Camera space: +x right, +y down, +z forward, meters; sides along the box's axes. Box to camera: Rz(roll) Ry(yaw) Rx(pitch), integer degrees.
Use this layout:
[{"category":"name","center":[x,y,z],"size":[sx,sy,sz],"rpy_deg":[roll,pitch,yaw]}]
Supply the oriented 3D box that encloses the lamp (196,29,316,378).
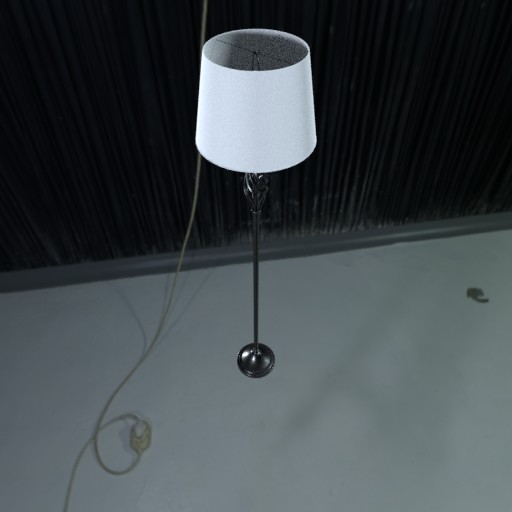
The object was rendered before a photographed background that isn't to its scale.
[{"category":"lamp","center":[0.000,0.000,1.786],"size":[0.379,1.623,0.379],"rpy_deg":[0,46,0]}]
